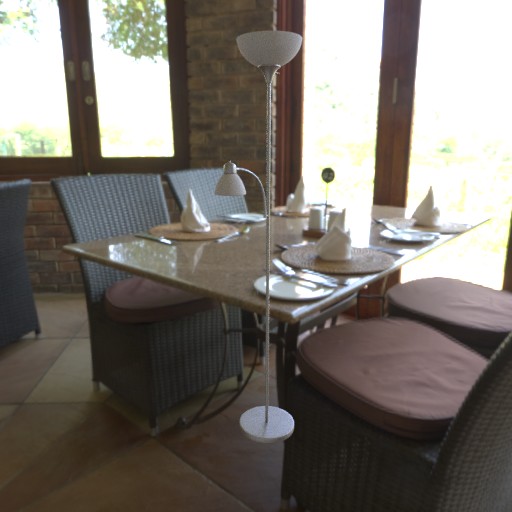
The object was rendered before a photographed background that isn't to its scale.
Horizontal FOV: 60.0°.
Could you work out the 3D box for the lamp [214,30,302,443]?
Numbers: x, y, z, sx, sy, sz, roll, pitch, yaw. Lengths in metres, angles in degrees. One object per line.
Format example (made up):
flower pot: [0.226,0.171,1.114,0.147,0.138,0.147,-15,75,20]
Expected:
lamp: [0.000,0.000,1.979,0.425,1.804,0.279,-13,19,-43]
